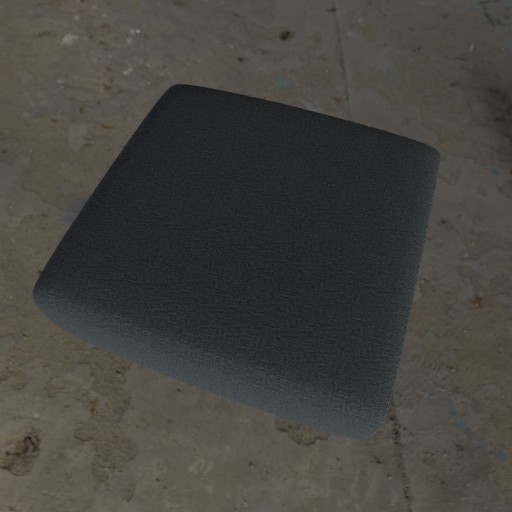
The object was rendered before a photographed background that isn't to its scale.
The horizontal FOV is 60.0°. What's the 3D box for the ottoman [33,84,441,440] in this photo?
[{"bbox_3d":[0.000,0.000,1.013,0.650,0.398,0.649,17,61,10],"label":"ottoman"}]
